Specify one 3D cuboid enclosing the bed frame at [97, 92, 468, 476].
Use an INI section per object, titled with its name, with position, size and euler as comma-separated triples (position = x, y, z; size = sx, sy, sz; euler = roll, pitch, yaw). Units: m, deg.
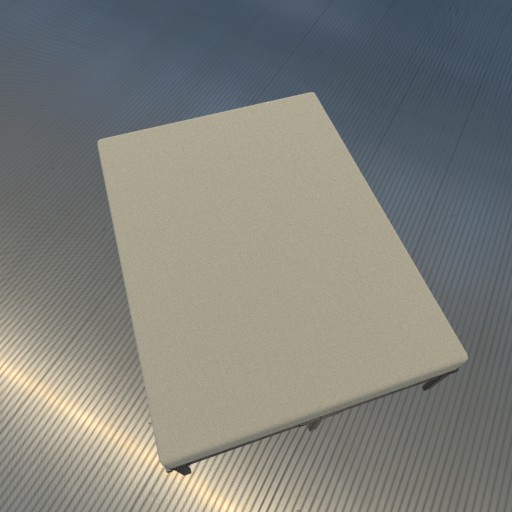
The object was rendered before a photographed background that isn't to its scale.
[bed frame]
position = 0.000, 0.000, 3.510
size = 1.990, 0.680, 2.635
euler = -16, 61, -9
